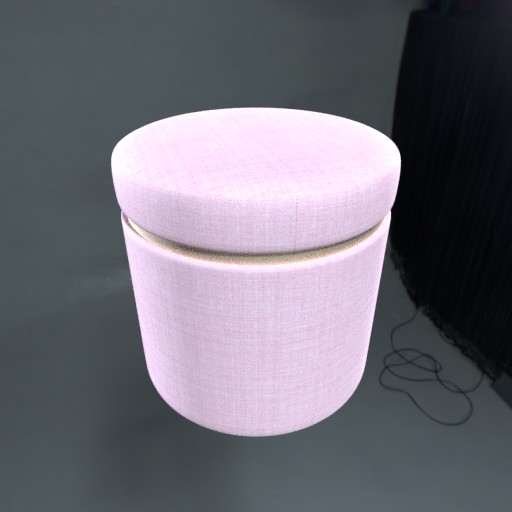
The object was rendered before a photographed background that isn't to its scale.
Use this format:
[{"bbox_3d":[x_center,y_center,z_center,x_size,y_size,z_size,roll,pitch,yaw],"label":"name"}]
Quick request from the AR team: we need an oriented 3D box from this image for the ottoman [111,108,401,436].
[{"bbox_3d":[0.000,0.000,0.723,0.400,0.406,0.400,0,31,0],"label":"ottoman"}]
